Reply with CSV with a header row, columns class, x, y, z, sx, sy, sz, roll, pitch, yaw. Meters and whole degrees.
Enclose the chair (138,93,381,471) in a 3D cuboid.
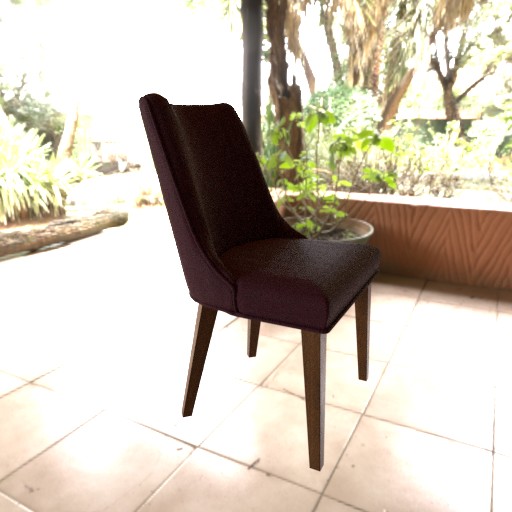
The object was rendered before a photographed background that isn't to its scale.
class,x,y,z,sx,sy,sz,roll,pitch,yaw
chair,0.000,0.000,1.337,0.638,0.916,0.548,8,17,26
